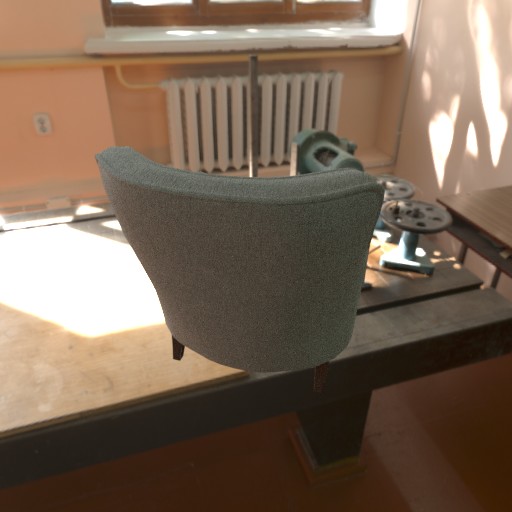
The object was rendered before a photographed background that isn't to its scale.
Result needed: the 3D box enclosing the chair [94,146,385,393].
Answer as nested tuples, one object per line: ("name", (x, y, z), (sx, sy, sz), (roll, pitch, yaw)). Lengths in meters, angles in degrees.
("chair", (0.000, 0.000, 1.622), (0.820, 0.920, 0.910), (9, 32, 14))
